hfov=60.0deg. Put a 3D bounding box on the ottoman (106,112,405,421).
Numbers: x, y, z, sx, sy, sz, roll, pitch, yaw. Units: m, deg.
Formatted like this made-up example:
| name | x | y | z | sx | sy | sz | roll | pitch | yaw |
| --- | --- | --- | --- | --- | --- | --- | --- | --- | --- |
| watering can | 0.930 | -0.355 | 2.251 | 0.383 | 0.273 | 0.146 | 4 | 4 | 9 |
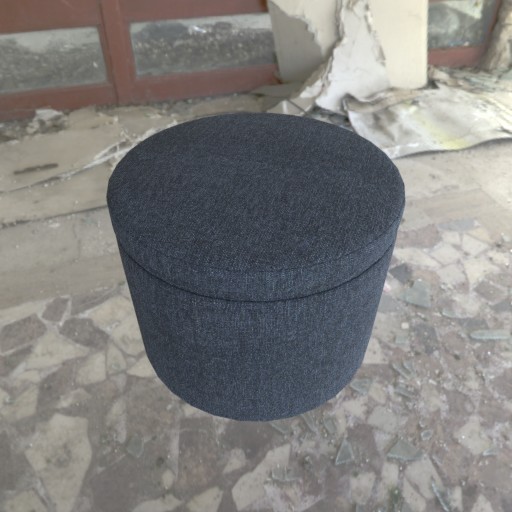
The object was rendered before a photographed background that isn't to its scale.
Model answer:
| name | x | y | z | sx | sy | sz | roll | pitch | yaw |
| --- | --- | --- | --- | --- | --- | --- | --- | --- | --- |
| ottoman | 0.000 | 0.000 | 0.879 | 0.500 | 0.419 | 0.500 | 0 | 41 | 0 |
